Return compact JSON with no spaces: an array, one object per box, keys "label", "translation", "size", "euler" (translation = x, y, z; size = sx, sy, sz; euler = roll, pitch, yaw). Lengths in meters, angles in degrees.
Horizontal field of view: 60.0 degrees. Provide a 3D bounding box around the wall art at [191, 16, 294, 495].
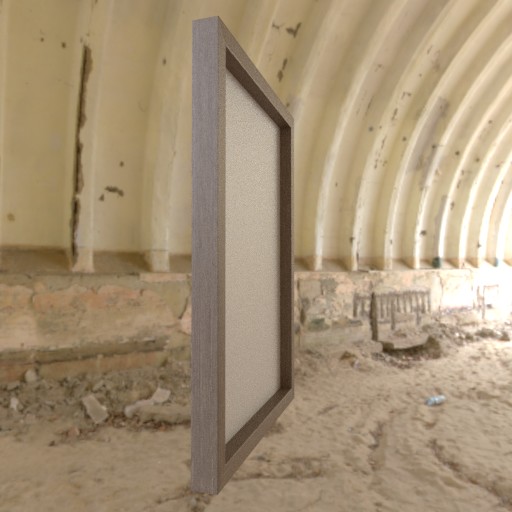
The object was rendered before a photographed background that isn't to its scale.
[{"label":"wall art","translation":[0.000,0.000,0.646],"size":[0.032,0.510,0.358],"euler":[0,-1,18]}]
